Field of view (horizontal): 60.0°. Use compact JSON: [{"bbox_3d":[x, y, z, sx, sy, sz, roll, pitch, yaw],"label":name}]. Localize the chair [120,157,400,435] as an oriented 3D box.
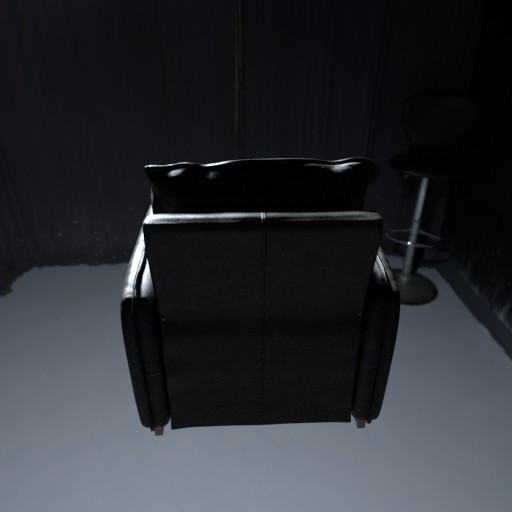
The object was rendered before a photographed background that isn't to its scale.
[{"bbox_3d":[0.000,0.000,1.602,0.830,0.921,0.921,-1,30,-2],"label":"chair"}]
